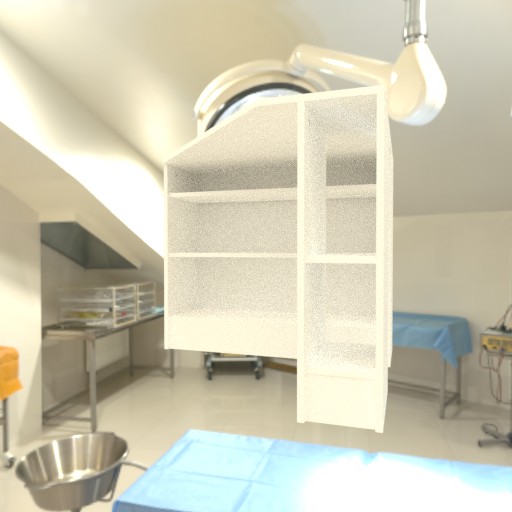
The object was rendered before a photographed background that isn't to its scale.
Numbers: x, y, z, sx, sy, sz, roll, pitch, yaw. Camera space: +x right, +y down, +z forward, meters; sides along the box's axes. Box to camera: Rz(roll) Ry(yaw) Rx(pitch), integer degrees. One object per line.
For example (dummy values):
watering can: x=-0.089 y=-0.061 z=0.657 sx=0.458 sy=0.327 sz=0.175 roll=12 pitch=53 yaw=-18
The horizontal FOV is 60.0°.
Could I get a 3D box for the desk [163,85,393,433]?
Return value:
desk: x=0.000 y=0.000 z=1.628 sx=0.940 sy=0.818 sz=0.926 roll=0 pitch=1 yaw=18
